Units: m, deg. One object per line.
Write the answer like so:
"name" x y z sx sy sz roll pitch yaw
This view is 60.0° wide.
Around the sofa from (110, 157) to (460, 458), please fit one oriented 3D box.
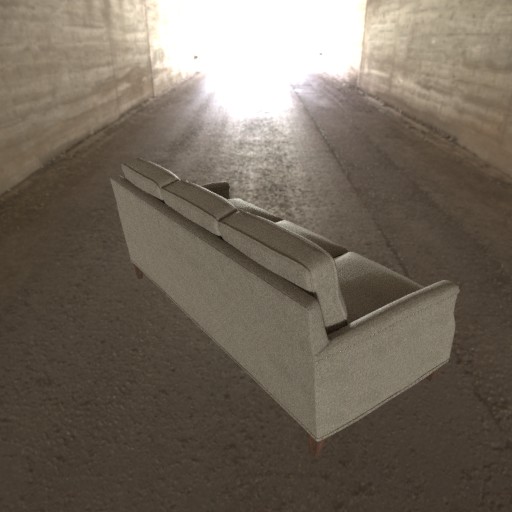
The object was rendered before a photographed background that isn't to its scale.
"sofa" 0.000 0.000 2.844 1.084 1.003 2.246 -17 31 -32
